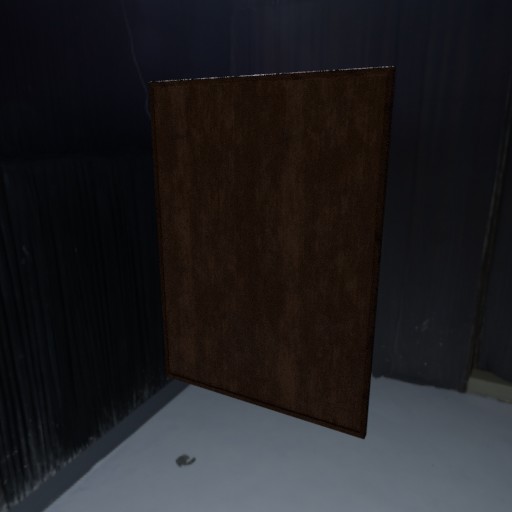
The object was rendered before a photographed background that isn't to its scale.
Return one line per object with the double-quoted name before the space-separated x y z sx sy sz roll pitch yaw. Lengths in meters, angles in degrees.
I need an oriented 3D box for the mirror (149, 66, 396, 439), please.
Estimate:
"mirror" 0.000 0.000 1.448 0.796 1.099 0.028 8 18 27
